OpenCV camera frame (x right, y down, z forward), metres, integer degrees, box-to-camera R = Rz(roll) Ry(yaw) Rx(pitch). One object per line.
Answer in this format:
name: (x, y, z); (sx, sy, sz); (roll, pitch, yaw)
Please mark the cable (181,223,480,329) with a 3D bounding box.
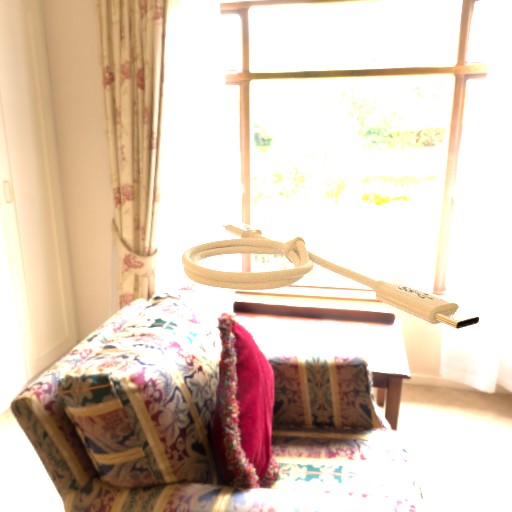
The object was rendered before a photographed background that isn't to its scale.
cable: (0.000, 0.000, 0.206); (0.070, 0.014, 0.186); (-7, 16, -27)
